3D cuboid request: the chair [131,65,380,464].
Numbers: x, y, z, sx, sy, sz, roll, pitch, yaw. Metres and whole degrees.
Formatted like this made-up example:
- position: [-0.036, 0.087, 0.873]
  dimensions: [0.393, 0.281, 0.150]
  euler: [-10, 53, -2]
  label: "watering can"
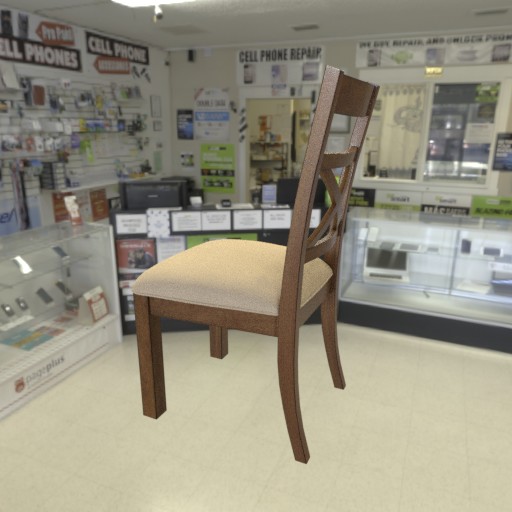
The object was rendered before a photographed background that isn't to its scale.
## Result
- position: [0.000, 0.000, 1.277]
  dimensions: [0.581, 0.949, 0.461]
  euler: [8, 18, 24]
  label: "chair"
